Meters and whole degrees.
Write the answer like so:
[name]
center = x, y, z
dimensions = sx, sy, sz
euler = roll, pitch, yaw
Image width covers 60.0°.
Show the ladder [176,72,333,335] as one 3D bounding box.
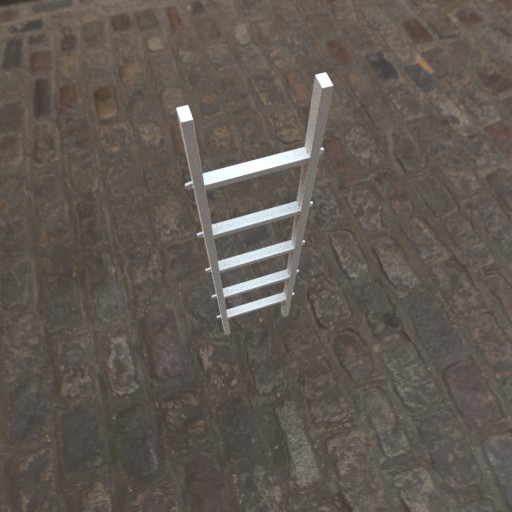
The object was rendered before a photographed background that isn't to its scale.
[ladder]
center = 0.000, 0.000, 1.924
dimensions = 0.452, 1.797, 0.051
euler = -16, 64, -8
